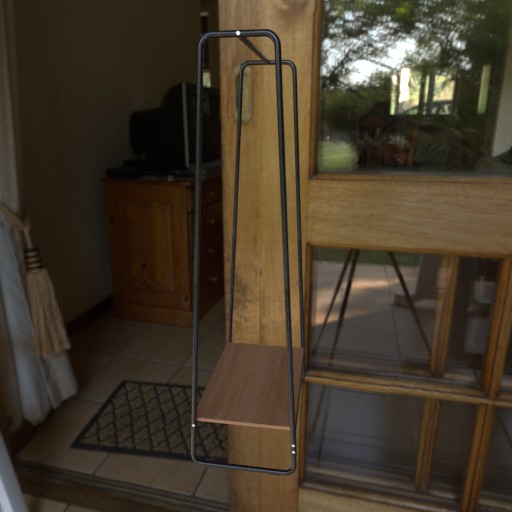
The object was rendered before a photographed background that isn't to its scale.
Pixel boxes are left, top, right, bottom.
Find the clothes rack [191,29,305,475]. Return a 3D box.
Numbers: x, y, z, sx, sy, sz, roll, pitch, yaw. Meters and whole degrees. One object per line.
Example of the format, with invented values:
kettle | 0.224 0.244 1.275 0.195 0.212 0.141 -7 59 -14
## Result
clothes rack | 0.000 0.000 1.745 0.400 1.500 0.640 3 17 9
